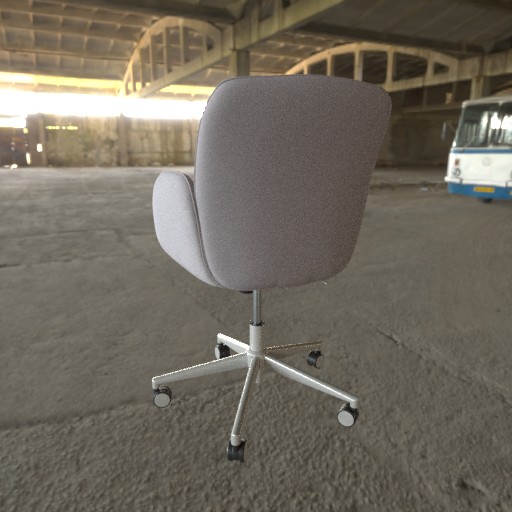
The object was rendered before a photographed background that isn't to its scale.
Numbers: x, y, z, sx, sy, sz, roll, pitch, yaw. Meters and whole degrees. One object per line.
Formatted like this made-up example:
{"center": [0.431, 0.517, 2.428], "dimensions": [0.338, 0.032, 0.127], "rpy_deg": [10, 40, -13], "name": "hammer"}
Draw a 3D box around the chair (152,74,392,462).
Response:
{"center": [0.000, 0.000, 1.363], "dimensions": [0.648, 0.959, 0.654], "rpy_deg": [-7, 15, -25], "name": "chair"}
